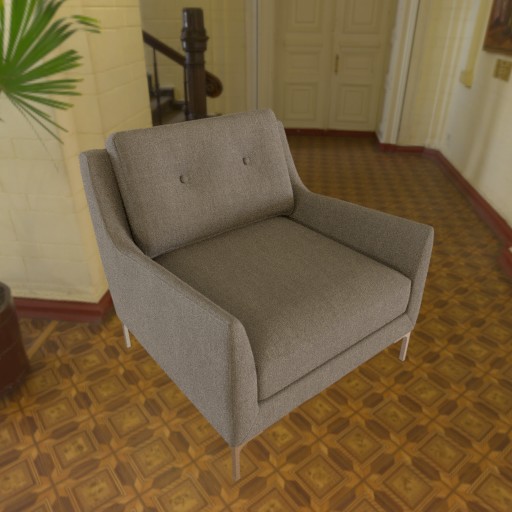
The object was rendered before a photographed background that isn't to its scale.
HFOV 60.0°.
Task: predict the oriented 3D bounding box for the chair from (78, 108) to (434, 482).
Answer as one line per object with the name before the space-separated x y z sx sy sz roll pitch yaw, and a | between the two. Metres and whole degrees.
chair | 0.000 0.000 1.536 0.847 0.828 0.849 -21 36 -33
